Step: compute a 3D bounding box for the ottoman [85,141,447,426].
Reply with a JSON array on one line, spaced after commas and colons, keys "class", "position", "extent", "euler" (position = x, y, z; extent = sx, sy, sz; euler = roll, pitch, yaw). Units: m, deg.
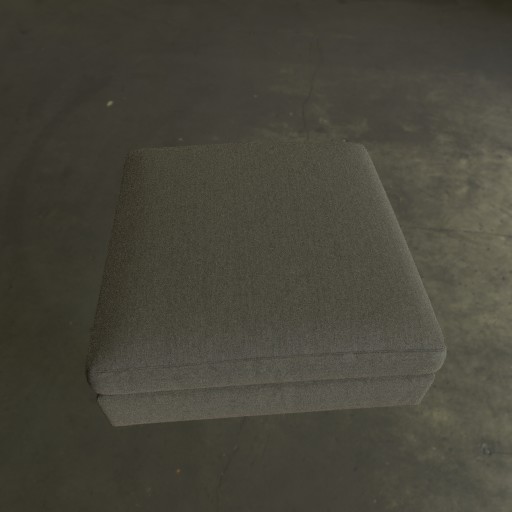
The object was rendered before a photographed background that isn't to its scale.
[{"class": "ottoman", "position": [0.000, 0.000, 1.633], "extent": [1.041, 0.470, 1.041], "euler": [-3, 48, -3]}]
